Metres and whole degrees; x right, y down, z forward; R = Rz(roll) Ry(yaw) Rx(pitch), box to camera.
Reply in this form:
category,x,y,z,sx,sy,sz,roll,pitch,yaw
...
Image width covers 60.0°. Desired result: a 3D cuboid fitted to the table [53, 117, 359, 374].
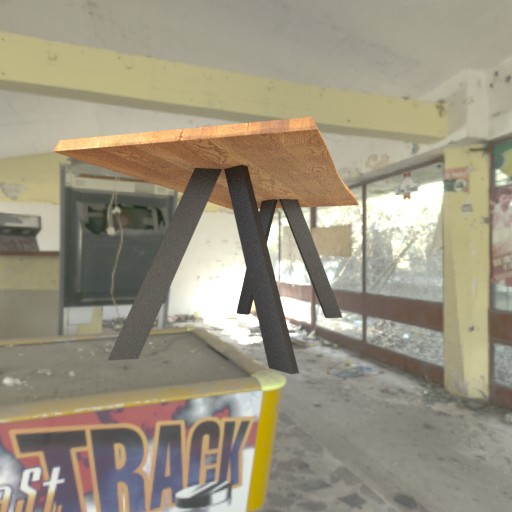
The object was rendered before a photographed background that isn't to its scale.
category,x,y,z,sx,sy,sz,roll,pitch,yaw
table,0.000,0.000,2.226,0.900,0.770,1.800,0,-1,17
